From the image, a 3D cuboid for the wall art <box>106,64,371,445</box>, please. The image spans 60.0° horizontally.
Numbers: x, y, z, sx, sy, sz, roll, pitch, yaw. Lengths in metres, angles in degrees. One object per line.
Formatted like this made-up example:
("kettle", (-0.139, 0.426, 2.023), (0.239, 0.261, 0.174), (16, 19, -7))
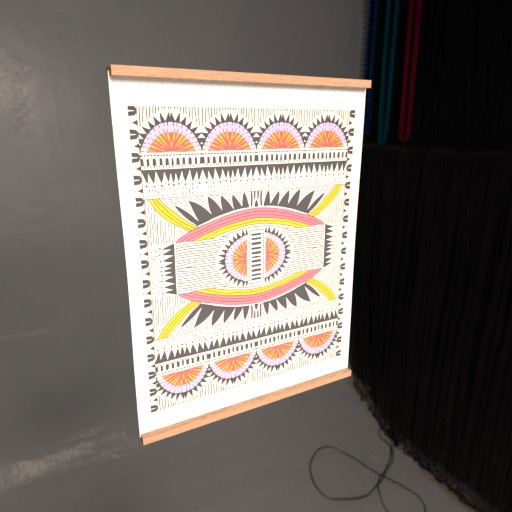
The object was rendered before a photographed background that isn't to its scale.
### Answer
("wall art", (0.000, 0.000, 0.692), (0.403, 0.527, 0.028), (-9, 19, -28))
